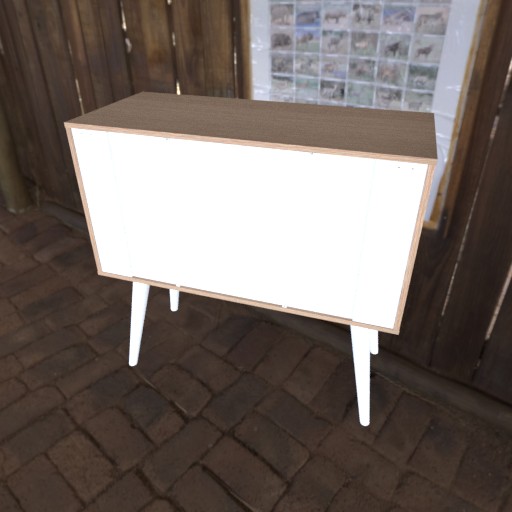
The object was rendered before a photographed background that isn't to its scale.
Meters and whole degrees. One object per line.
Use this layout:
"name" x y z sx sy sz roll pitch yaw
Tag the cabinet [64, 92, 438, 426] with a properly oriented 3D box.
"cabinet" 0.000 0.000 1.646 1.057 1.016 0.470 10 33 15
